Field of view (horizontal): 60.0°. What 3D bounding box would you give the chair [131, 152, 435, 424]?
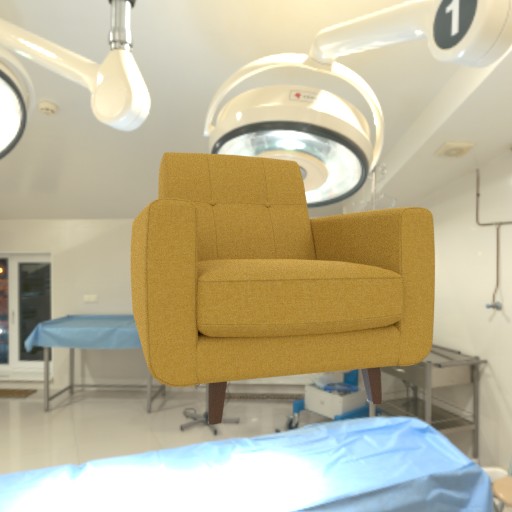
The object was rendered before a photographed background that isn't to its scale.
[{"bbox_3d":[0.000,0.000,1.571,0.831,0.841,0.909,0,1,-18],"label":"chair"}]
